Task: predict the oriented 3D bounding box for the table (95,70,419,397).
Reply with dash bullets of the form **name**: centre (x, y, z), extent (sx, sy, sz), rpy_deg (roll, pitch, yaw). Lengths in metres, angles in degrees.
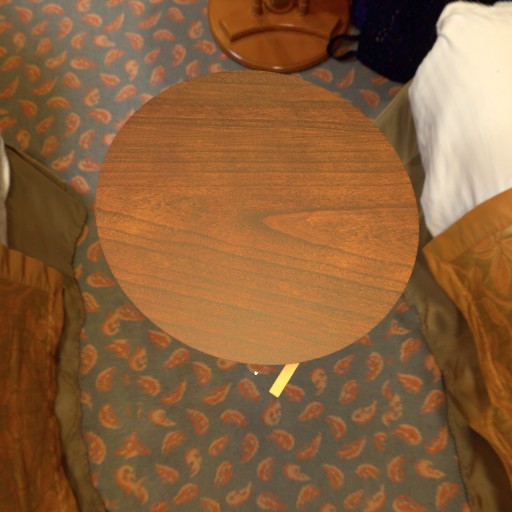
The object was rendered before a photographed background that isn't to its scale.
- **table**: centre (0.000, 0.000, 1.115), extent (0.577, 0.706, 0.530), rpy_deg (33, 78, 8)
